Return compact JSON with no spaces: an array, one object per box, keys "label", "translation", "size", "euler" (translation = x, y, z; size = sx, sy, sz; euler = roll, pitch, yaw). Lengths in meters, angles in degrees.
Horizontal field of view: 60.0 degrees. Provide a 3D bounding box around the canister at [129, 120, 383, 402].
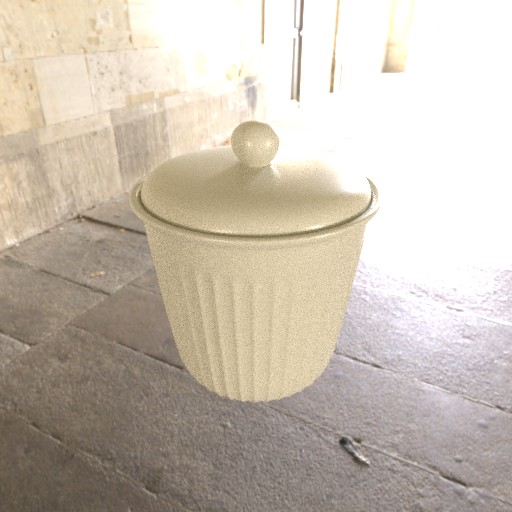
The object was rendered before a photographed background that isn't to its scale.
[{"label":"canister","translation":[0.000,0.000,0.354],"size":[0.181,0.211,0.181],"euler":[0,29,0]}]
